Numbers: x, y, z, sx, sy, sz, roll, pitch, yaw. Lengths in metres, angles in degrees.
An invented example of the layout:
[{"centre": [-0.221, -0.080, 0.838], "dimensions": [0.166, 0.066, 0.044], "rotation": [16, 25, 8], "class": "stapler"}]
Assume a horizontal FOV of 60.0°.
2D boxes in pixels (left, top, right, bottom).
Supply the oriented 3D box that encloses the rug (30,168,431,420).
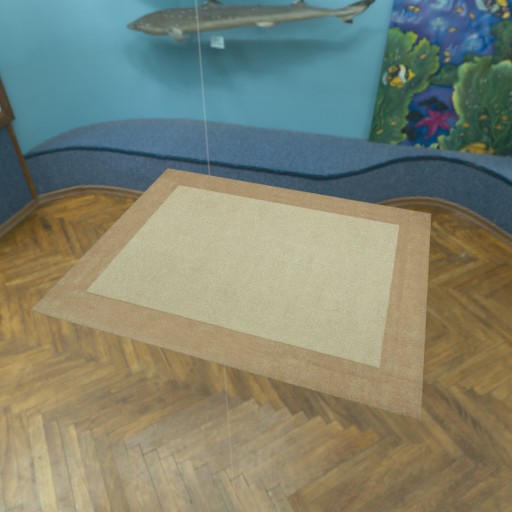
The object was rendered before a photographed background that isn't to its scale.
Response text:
[{"centre": [0.000, 0.000, 4.110], "dimensions": [3.048, 0.014, 2.438], "rotation": [12, 42, 14], "class": "rug"}]
